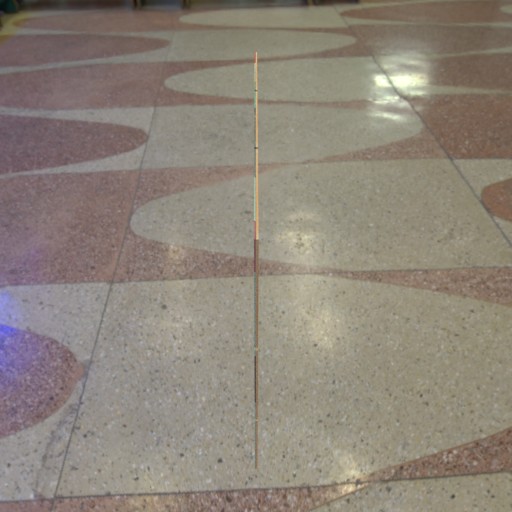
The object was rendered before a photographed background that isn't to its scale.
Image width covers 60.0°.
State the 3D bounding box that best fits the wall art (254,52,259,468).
[{"bbox_3d":[0.000,0.000,2.285,0.013,1.519,1.521,0,43,0],"label":"wall art"}]
